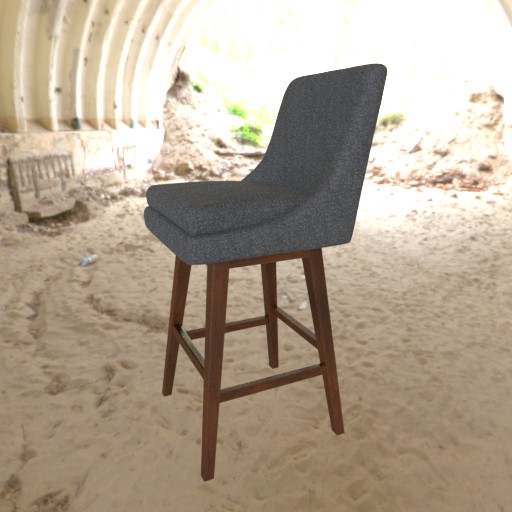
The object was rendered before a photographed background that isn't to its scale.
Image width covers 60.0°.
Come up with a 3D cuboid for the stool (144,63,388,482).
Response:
[{"bbox_3d":[0.000,0.000,1.342,0.572,1.068,0.489,-8,18,-24],"label":"stool"}]
